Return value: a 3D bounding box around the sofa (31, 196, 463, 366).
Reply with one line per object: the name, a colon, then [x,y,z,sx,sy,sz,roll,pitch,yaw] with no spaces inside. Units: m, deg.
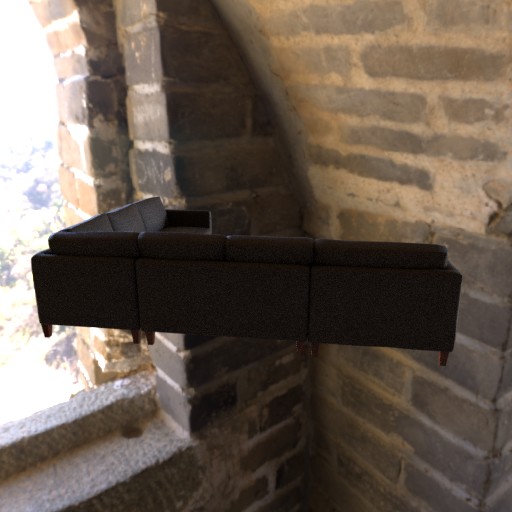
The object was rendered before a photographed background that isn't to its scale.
sofa: [0.000,0.000,4.714,3.460,0.961,2.594,2,15,8]
